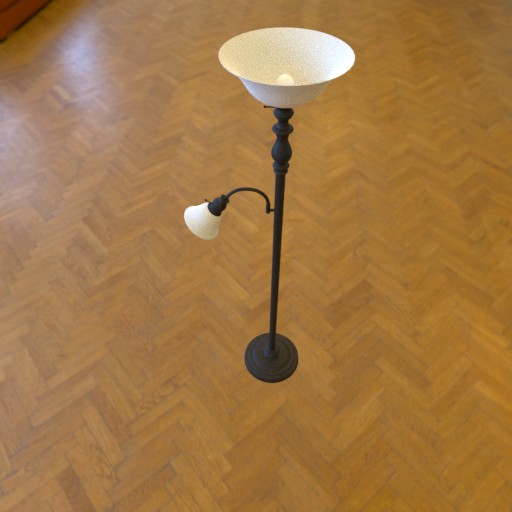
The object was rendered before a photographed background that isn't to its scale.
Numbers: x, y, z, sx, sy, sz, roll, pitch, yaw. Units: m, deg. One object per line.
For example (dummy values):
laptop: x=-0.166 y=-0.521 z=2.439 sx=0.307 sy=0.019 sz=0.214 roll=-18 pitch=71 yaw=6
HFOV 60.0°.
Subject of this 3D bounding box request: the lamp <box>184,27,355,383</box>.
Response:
lamp: x=0.000 y=0.000 z=1.985 sx=0.588 sy=1.793 sz=0.405 roll=3 pitch=47 yaw=2
